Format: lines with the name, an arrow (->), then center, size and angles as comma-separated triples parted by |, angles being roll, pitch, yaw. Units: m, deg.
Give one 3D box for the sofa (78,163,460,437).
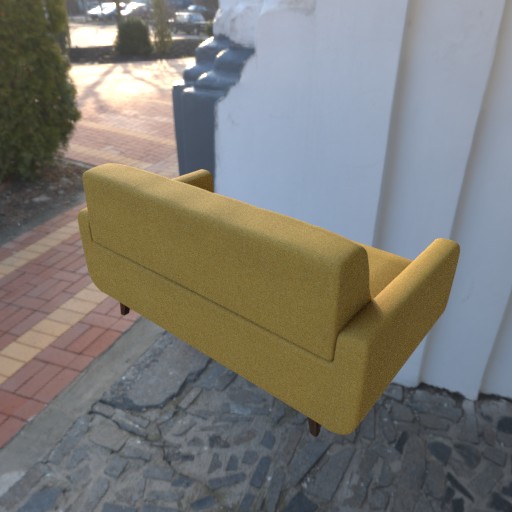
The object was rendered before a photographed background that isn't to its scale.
sofa -> 0.000, 0.000, 2.169 | 1.631, 0.841, 0.909 | 22, 36, 34
